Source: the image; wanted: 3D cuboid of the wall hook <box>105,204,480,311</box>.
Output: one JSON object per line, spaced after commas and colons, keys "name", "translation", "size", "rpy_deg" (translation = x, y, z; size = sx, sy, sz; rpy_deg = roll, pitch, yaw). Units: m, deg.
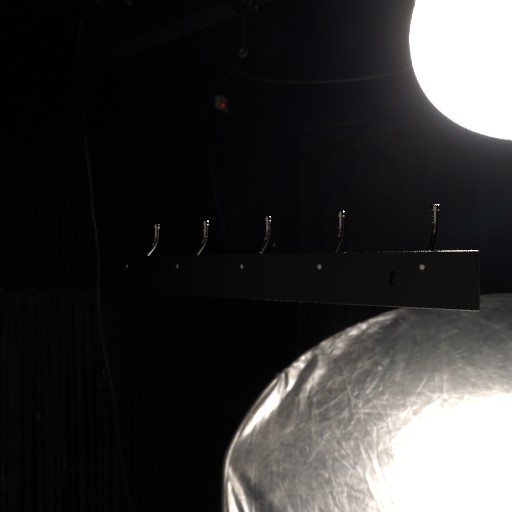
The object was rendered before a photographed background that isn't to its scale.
{"name": "wall hook", "translation": [0.000, 0.000, 0.624], "size": [0.571, 0.117, 0.071], "rpy_deg": [-1, -1, 34]}
